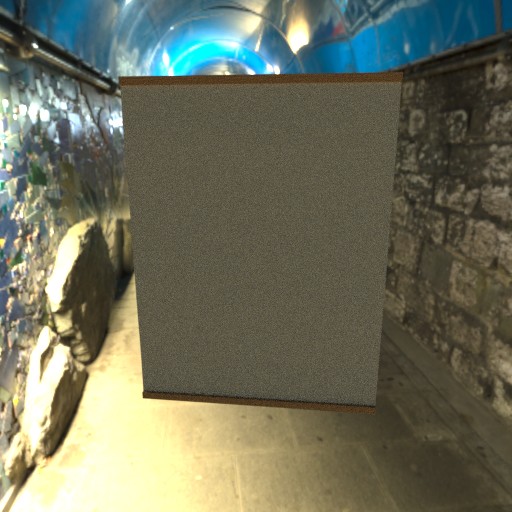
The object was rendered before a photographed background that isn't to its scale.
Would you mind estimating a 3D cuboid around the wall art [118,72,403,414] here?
[{"bbox_3d":[0.000,0.000,0.794,0.458,0.605,0.011,2,15,6],"label":"wall art"}]
